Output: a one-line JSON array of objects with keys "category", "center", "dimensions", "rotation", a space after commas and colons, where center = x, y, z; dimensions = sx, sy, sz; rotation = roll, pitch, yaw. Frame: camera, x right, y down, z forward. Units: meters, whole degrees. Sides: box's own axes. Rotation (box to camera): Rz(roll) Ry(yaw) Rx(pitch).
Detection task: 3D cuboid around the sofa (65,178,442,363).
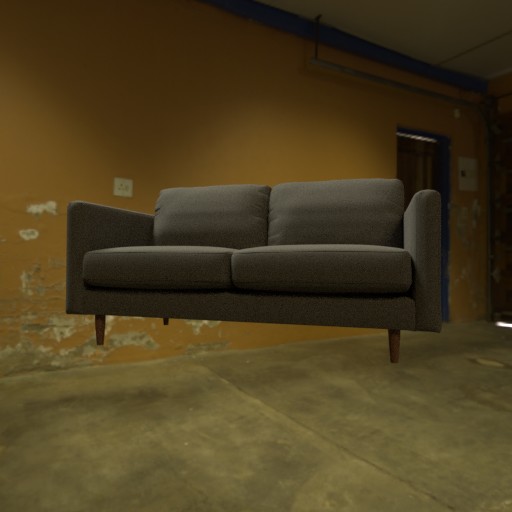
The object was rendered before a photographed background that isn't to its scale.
[{"category": "sofa", "center": [0.000, 0.000, 2.315], "dimensions": [1.713, 0.866, 0.940], "rotation": [0, -1, 16]}]
